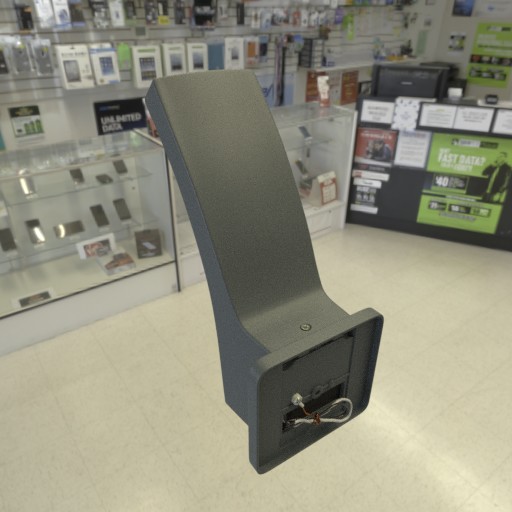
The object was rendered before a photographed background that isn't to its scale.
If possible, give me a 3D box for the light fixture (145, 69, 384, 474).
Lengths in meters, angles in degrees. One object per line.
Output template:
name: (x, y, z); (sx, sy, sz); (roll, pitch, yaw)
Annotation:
light fixture: (0.000, 0.000, 0.331); (0.108, 0.243, 0.174); (-19, 35, -29)
